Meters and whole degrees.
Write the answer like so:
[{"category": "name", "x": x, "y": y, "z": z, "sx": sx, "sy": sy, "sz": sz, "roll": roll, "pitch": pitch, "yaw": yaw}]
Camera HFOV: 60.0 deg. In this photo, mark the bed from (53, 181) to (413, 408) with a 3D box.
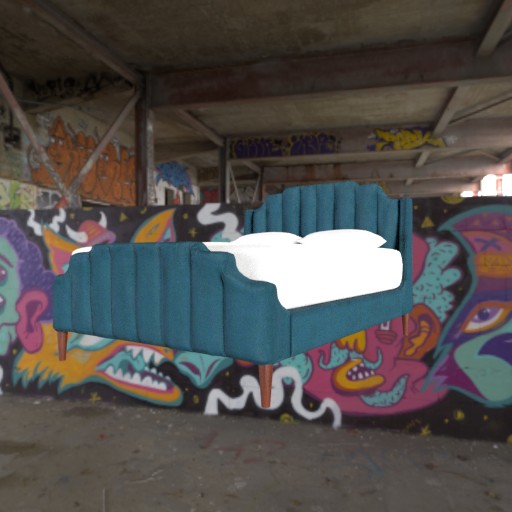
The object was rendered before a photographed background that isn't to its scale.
[{"category": "bed", "x": 0.000, "y": 0.000, "z": 3.311, "sx": 1.676, "sy": 1.351, "sz": 2.322, "roll": 0, "pitch": 0, "yaw": 34}]
